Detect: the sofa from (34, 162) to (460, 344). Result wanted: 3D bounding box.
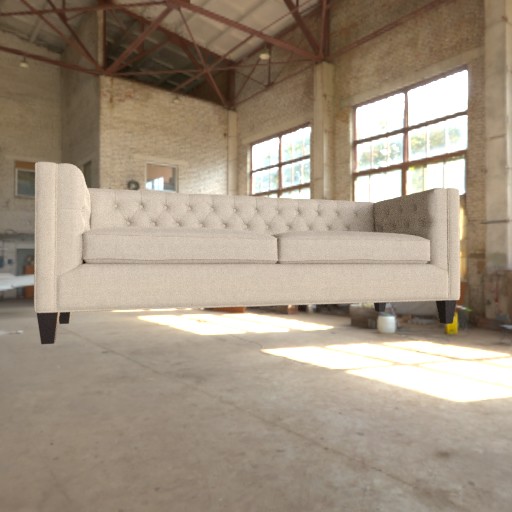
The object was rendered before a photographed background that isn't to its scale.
[{"bbox_3d":[0.000,0.000,2.508,2.159,0.762,0.775,0,-1,-18],"label":"sofa"}]
